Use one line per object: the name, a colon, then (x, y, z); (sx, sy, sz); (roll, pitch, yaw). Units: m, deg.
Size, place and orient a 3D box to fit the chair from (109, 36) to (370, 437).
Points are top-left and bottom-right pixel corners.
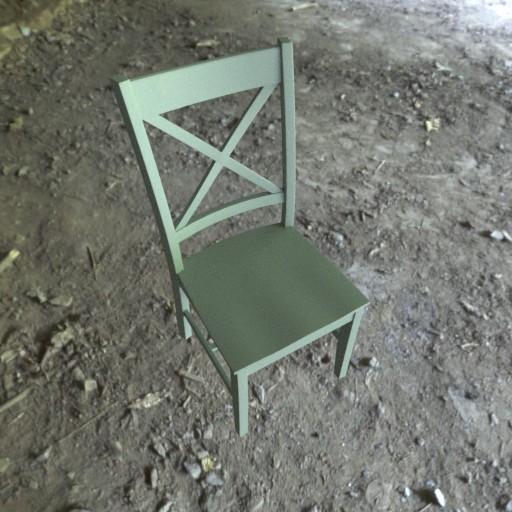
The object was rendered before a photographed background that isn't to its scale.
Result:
chair: (0.000, 0.000, 1.298); (0.485, 0.983, 0.542); (-23, 50, -21)
